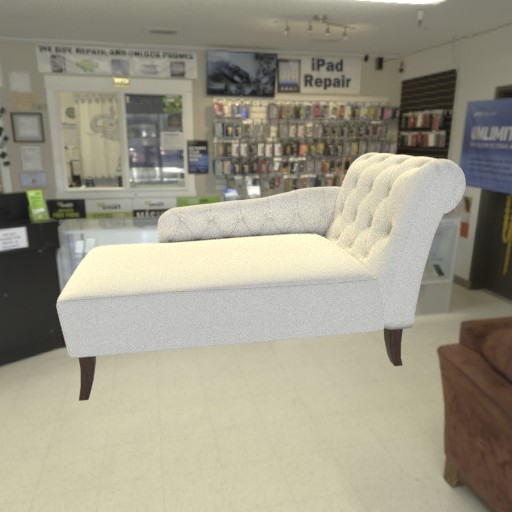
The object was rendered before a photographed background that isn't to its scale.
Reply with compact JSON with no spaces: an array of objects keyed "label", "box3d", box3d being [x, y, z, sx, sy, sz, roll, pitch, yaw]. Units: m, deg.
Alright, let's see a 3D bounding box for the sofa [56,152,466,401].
[{"label":"sofa","box3d":[0.000,0.000,1.784,1.379,0.787,0.675,-3,16,-10]}]
